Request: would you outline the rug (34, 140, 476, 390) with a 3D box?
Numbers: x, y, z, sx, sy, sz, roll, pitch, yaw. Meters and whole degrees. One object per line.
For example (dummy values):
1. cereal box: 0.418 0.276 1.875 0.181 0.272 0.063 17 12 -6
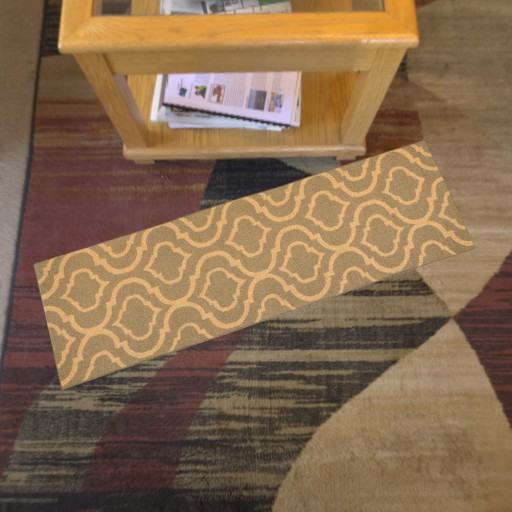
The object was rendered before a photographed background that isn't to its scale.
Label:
1. rug: 0.000 0.000 2.374 2.275 0.009 0.684 -18 77 -4
